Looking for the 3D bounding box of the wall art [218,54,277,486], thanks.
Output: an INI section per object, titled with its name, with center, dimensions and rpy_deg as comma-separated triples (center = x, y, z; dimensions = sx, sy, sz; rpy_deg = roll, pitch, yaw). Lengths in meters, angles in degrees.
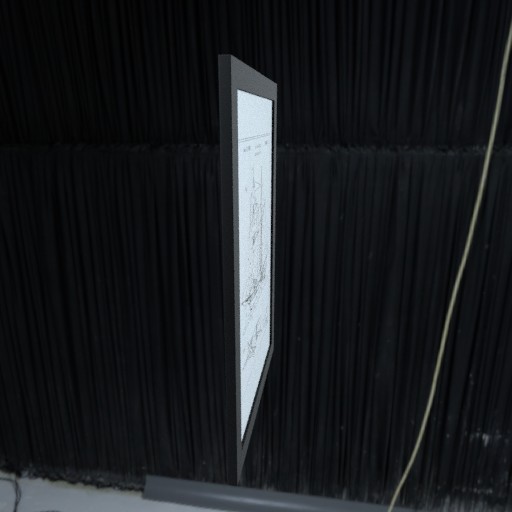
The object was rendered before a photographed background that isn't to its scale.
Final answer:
[wall art]
center = 0.000, 0.000, 0.600
dimensions = 0.011, 0.459, 0.326
rpy_deg = 3, 17, 9
